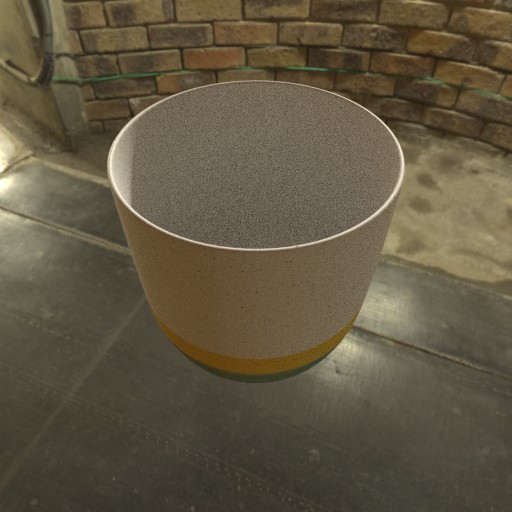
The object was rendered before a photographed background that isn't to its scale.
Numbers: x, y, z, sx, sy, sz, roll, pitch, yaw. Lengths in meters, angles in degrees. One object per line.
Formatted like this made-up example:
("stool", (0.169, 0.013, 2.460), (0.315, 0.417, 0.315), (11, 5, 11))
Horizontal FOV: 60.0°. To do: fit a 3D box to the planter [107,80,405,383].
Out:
("planter", (0.000, 0.000, 0.374), (0.195, 0.214, 0.195), (0, 47, 0))
